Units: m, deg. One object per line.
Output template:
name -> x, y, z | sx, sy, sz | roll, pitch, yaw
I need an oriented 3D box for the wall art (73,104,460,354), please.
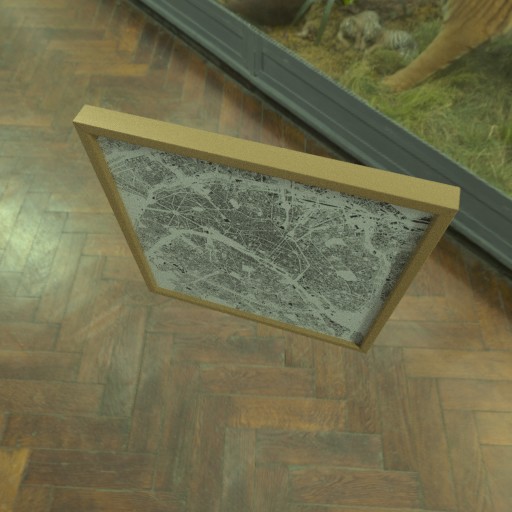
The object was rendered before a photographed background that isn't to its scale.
wall art -> 0.000, 0.000, 0.785 | 0.509, 0.509, 0.036 | 15, 60, 9
